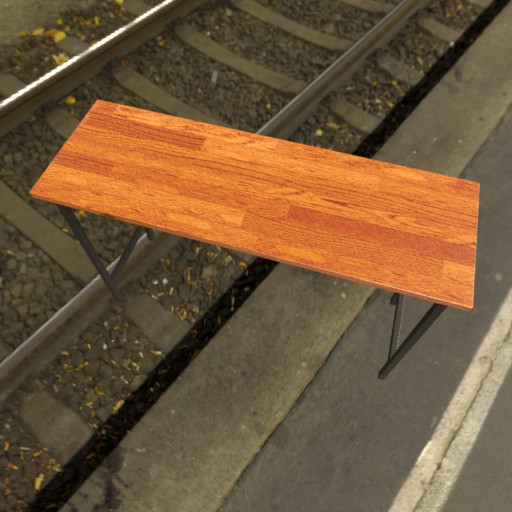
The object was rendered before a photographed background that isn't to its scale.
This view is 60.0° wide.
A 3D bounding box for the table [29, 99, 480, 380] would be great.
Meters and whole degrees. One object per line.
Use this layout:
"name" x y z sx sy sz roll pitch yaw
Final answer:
"table" 0.000 0.000 1.562 1.204 0.740 0.408 15 60 9
